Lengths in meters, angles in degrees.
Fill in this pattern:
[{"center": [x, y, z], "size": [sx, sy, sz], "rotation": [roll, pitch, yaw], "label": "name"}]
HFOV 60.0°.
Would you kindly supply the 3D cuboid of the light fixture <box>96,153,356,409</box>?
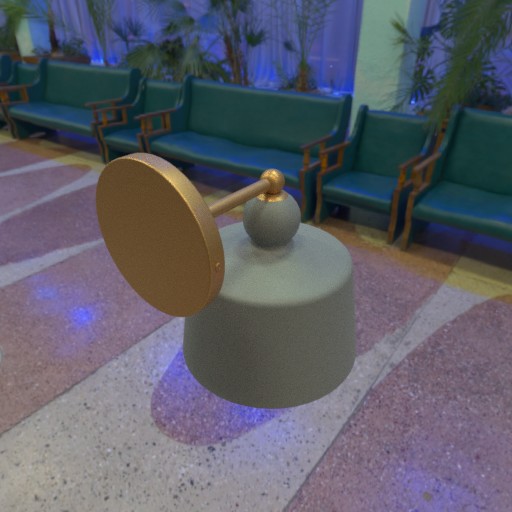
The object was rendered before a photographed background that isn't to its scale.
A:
[{"center": [0.000, 0.000, 0.445], "size": [0.204, 0.268, 0.254], "rotation": [22, 37, 32], "label": "light fixture"}]
